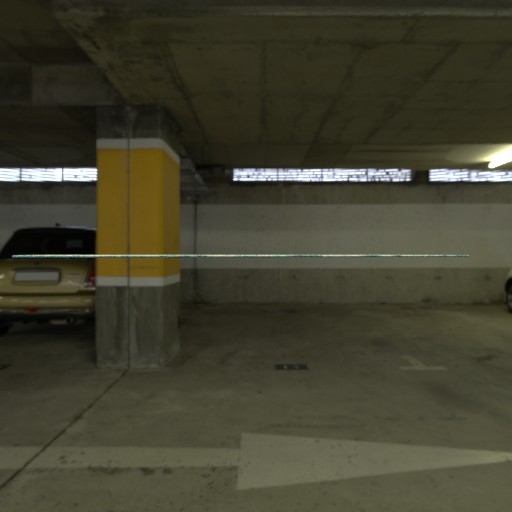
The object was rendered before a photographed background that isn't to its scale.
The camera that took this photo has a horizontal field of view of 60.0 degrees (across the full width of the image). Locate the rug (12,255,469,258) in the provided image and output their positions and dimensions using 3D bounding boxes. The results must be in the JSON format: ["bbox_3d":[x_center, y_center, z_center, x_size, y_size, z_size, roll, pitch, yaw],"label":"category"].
[{"bbox_3d":[0.000,0.000,2.624,2.435,0.011,0.750,0,0,-18],"label":"rug"}]
